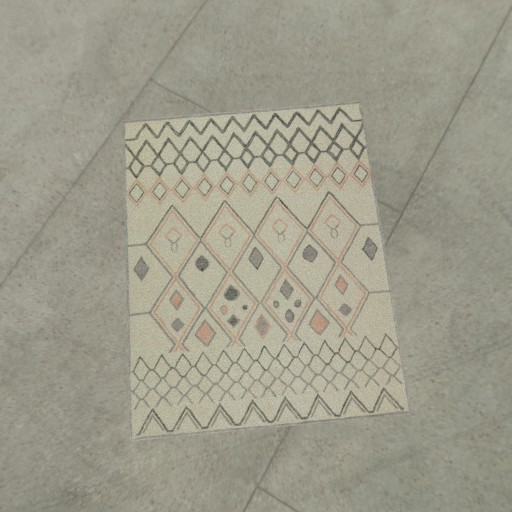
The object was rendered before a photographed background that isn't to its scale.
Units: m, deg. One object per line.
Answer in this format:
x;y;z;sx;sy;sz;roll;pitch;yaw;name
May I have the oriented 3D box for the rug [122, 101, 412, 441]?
0.000;0.000;4.166;2.441;0.016;3.050;-5;77;-1;rug
